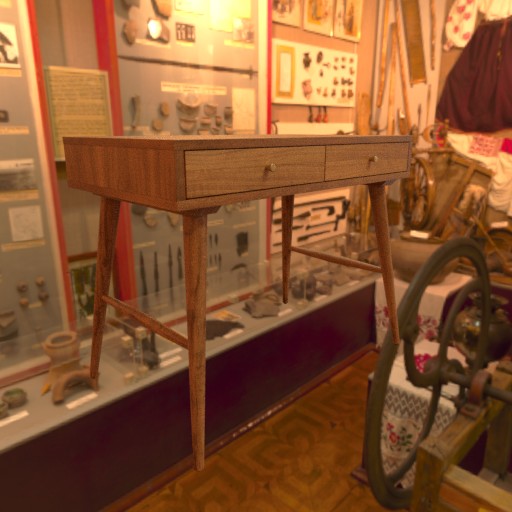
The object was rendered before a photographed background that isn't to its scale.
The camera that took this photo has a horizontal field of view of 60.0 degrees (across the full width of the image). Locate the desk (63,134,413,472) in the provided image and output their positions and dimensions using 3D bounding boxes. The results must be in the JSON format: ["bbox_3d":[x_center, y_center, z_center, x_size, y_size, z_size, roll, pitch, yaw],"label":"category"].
[{"bbox_3d":[0.000,0.000,1.450,0.949,0.758,0.588,-15,22,-42],"label":"desk"}]
